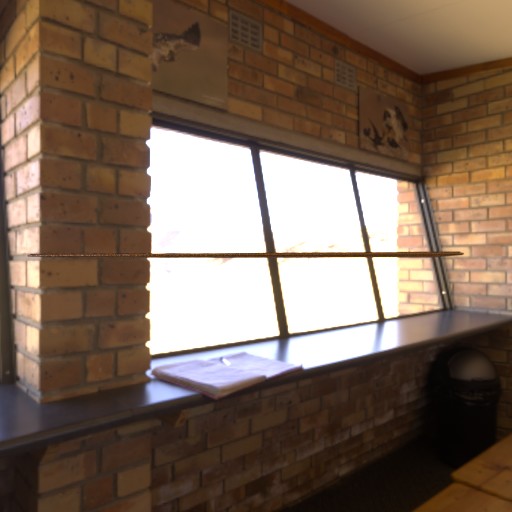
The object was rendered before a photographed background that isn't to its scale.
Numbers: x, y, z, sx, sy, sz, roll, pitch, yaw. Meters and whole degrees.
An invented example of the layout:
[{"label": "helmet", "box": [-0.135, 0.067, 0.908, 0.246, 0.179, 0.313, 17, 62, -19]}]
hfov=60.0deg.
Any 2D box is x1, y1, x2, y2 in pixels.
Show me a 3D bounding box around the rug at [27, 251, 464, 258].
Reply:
[{"label": "rug", "box": [0.000, 0.000, 2.239, 1.758, 0.013, 1.148, 0, -1, 17]}]
